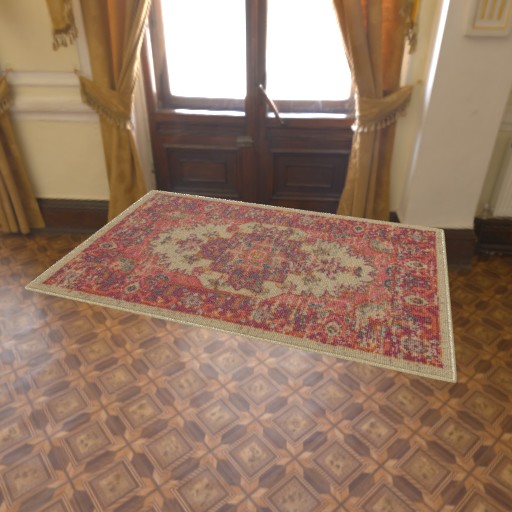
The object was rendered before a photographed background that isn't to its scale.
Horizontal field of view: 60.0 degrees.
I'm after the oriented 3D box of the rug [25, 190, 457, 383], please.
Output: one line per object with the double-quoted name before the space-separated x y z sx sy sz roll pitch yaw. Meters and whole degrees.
"rug" 0.000 0.000 1.061 0.868 0.004 0.556 10 33 15
